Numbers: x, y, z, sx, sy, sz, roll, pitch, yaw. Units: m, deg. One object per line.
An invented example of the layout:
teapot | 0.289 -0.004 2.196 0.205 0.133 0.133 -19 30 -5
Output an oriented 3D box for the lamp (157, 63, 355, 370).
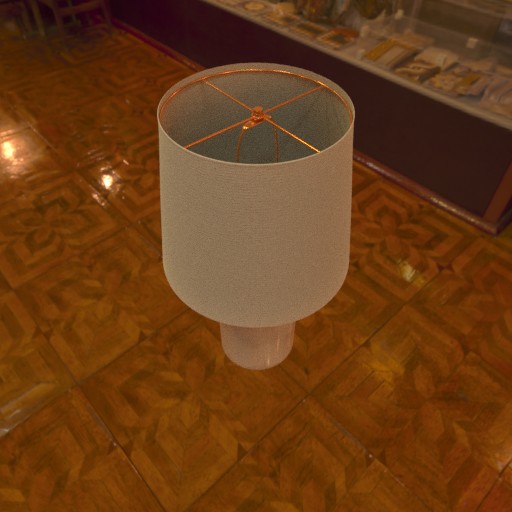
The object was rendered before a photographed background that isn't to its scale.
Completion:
lamp | 0.000 0.000 0.463 0.189 0.340 0.189 0 48 0
